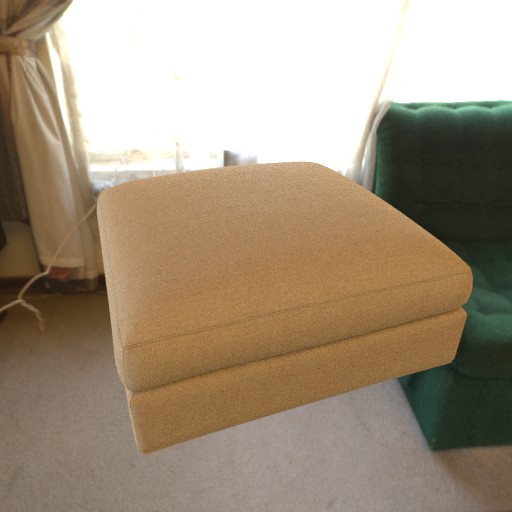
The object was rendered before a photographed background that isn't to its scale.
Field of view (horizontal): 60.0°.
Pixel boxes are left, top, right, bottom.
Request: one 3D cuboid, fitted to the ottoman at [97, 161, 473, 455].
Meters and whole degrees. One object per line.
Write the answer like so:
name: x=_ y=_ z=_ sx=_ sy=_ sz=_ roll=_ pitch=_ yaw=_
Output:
ottoman: x=0.000 y=0.000 z=1.604 sx=1.041 sy=0.470 sz=1.041 roll=-10 pitch=32 yaw=-17
